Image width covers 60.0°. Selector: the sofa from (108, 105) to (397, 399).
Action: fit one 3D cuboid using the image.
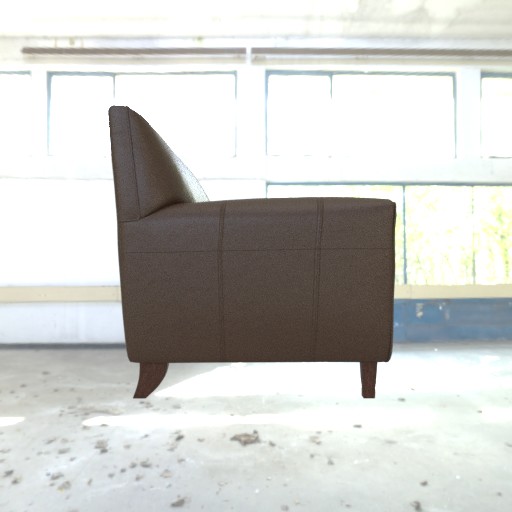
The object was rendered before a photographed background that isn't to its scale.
[{"bbox_3d":[0.000,0.000,1.989,0.853,0.859,1.468,0,0,0],"label":"sofa"}]
